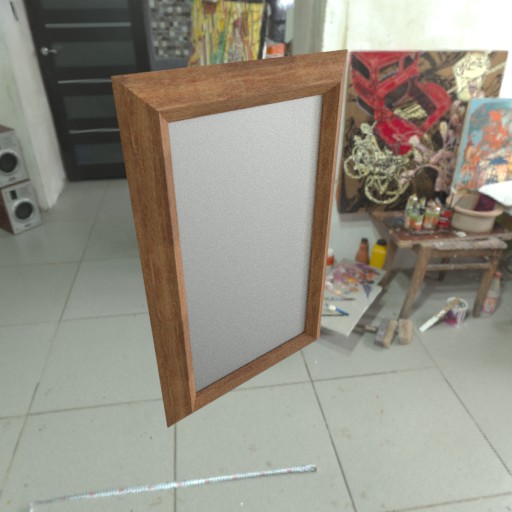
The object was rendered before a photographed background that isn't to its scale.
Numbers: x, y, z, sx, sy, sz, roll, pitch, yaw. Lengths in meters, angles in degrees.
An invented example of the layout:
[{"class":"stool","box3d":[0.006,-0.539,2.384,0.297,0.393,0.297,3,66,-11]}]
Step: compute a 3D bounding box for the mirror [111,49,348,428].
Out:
[{"class":"mirror","box3d":[0.000,0.000,1.245,0.651,1.010,0.047,-22,38,-32]}]
